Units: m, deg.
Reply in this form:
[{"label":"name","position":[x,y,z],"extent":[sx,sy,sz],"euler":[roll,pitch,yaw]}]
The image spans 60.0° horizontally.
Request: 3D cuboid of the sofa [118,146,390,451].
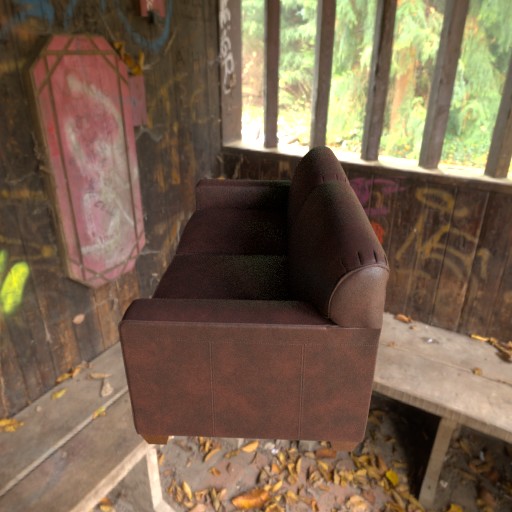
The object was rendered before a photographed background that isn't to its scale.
[{"label":"sofa","position":[0.000,0.000,2.467],"extent":[1.000,0.966,1.856],"euler":[1,26,2]}]
